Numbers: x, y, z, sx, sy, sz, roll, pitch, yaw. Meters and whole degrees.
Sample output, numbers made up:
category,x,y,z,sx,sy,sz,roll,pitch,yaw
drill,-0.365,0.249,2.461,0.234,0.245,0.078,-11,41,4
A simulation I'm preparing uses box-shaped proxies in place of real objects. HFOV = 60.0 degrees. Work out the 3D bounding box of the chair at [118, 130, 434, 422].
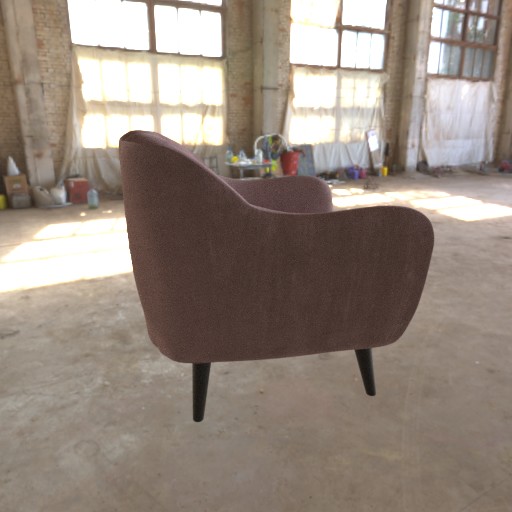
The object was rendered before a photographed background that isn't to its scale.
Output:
category,x,y,z,sx,sy,sz,roll,pitch,yaw
chair,0.000,0.000,1.496,0.820,0.820,0.840,-3,16,-11
